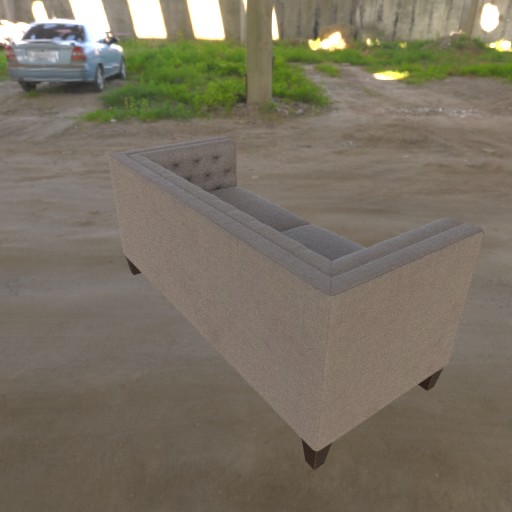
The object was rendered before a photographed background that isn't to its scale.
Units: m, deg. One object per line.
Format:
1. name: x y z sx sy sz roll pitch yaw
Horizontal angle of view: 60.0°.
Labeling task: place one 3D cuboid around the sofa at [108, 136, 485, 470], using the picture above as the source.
1. sofa: 0.000 0.000 2.206 0.775 0.762 1.778 -19 33 -31
